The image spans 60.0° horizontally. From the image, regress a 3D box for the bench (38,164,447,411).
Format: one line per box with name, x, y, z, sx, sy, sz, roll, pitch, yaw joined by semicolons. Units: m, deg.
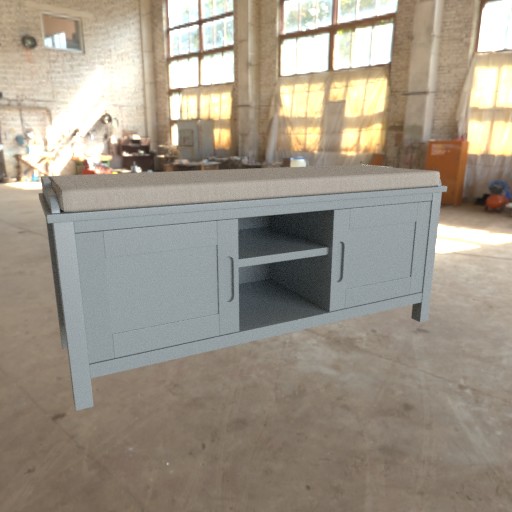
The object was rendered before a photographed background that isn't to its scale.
bench;0.000;0.000;1.354;1.140;0.501;0.398;-8;17;-26
